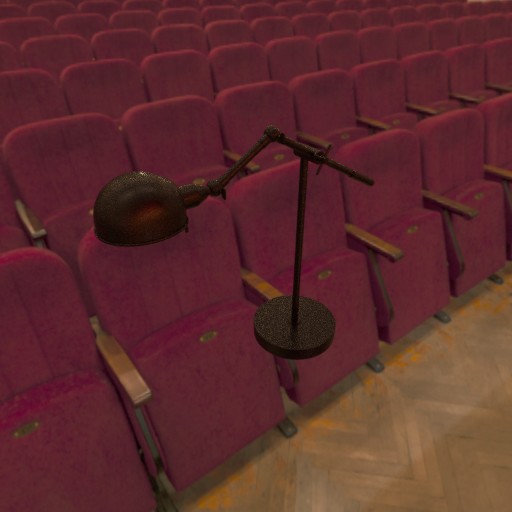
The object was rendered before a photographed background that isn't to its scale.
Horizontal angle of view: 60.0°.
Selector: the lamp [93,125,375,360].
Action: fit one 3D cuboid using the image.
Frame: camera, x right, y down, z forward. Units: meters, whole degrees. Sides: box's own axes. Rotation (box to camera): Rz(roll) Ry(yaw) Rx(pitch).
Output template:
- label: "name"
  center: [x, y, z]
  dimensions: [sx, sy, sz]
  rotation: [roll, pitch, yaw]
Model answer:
- label: "lamp"
  center: [0.000, 0.000, 0.831]
  dimensions: [0.567, 0.495, 0.185]
  rotation: [-23, 39, -30]
